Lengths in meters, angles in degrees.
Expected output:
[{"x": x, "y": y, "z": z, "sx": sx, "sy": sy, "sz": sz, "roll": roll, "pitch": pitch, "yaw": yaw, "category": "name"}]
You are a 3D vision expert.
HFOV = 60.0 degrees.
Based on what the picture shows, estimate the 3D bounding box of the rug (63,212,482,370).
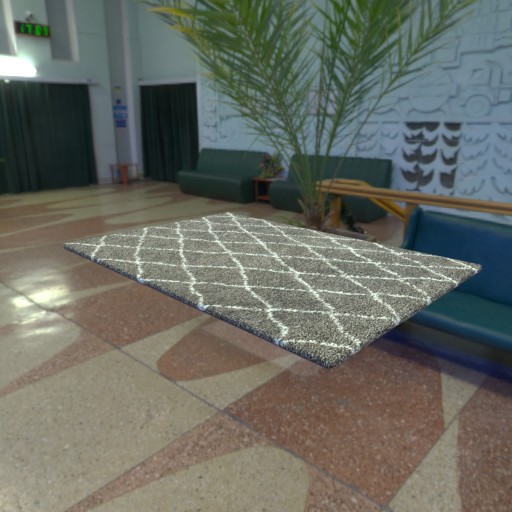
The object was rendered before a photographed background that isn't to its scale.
[{"x": 0.000, "y": 0.000, "z": 2.248, "sx": 1.778, "sy": 0.030, "sz": 1.219, "roll": 16, "pitch": 23, "yaw": 42, "category": "rug"}]
